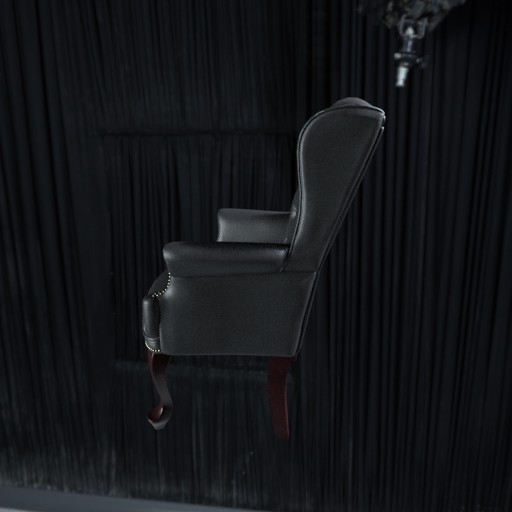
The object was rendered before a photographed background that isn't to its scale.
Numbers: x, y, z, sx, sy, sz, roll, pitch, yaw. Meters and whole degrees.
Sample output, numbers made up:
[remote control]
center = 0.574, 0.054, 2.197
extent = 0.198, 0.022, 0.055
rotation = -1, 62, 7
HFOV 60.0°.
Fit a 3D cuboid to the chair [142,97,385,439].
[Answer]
[chair]
center = 0.000, 0.000, 1.699
extent = 0.822, 1.133, 0.831
rotation = 2, 14, 8
